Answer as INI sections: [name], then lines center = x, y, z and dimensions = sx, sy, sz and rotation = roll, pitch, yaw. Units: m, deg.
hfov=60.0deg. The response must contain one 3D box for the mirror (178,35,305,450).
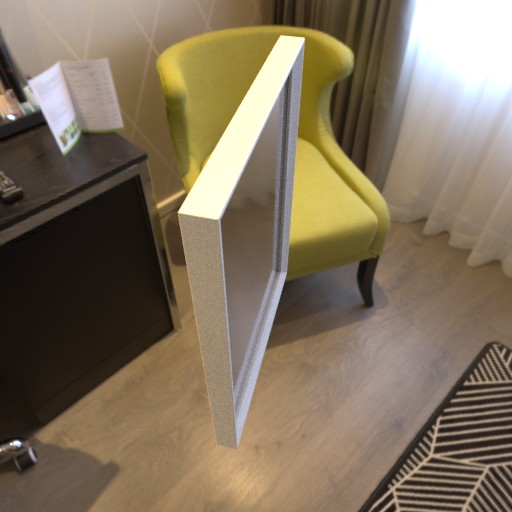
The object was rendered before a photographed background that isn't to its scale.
[mirror]
center = 0.000, 0.000, 0.689
dimensions = 0.041, 0.509, 0.406
rotation = 11, 47, 10
